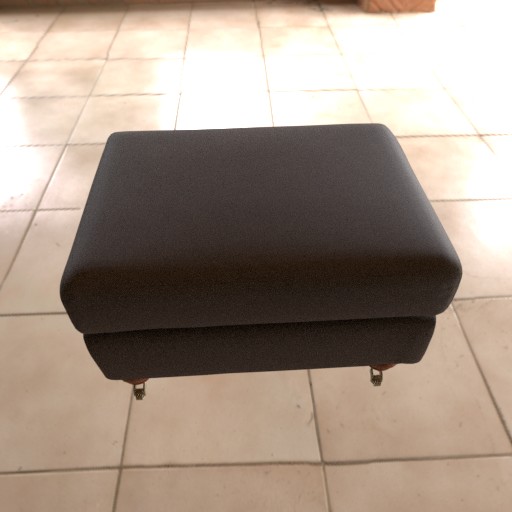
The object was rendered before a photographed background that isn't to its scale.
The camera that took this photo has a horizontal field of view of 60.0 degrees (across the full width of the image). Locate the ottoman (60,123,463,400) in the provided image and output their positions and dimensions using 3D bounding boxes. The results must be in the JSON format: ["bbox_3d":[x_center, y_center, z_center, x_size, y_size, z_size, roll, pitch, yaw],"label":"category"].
[{"bbox_3d":[0.000,0.000,1.134,0.773,0.497,0.574,-3,46,-2],"label":"ottoman"}]
